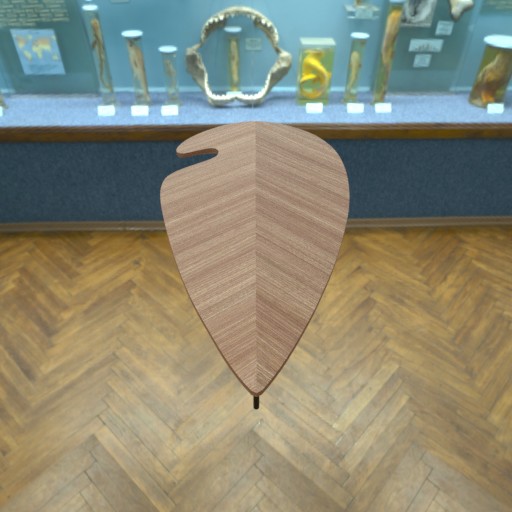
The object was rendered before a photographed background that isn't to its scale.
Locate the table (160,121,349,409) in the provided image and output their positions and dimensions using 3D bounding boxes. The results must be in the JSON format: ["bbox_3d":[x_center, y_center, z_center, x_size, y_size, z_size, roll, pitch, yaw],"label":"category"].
[{"bbox_3d":[0.000,0.000,1.426,0.598,0.360,1.199,0,42,0],"label":"table"}]
